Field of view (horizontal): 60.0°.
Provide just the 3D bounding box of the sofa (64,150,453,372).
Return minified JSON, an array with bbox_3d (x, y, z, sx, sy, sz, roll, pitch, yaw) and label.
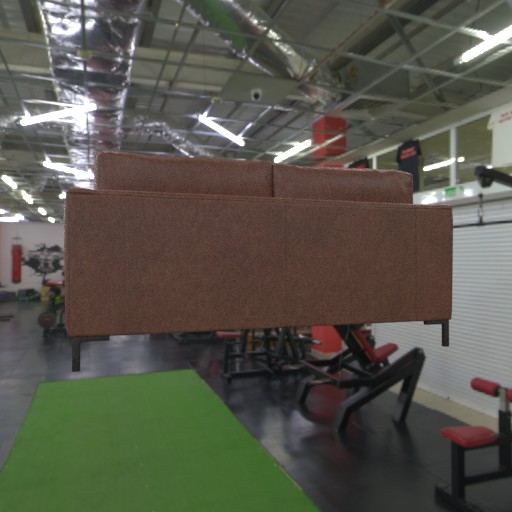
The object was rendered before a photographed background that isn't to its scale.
[{"bbox_3d":[0.000,0.000,2.319,1.797,0.883,0.899,0,-1,-18],"label":"sofa"}]
